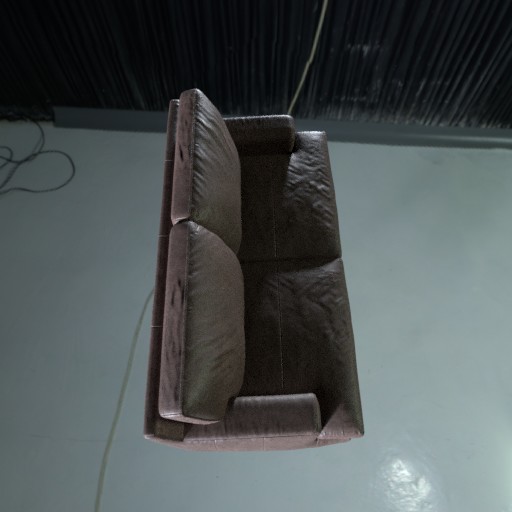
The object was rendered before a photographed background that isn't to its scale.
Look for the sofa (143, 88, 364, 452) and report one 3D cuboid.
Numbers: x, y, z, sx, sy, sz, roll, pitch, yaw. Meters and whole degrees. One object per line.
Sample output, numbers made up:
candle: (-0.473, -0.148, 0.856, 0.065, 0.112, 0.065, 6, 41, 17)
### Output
sofa: (0.000, 0.000, 2.833, 1.143, 0.941, 2.261, -1, 63, -1)
